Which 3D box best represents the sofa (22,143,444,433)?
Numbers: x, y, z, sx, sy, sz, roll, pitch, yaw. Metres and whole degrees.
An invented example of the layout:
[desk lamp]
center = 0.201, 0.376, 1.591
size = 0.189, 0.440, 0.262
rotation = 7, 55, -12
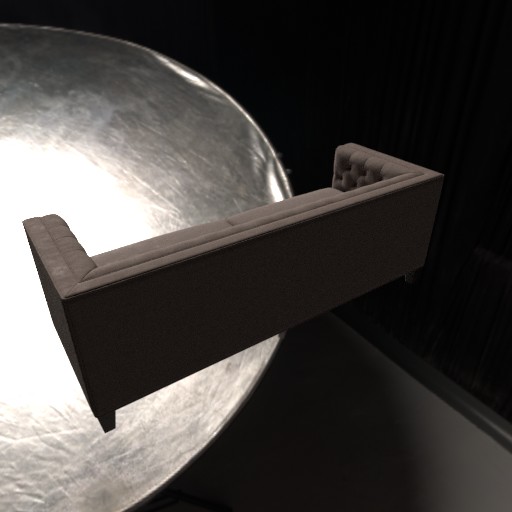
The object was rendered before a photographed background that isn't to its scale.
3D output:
[sofa]
center = 0.000, 0.000, 2.529
size = 2.159, 0.762, 0.775
rotation = -19, 36, -29
